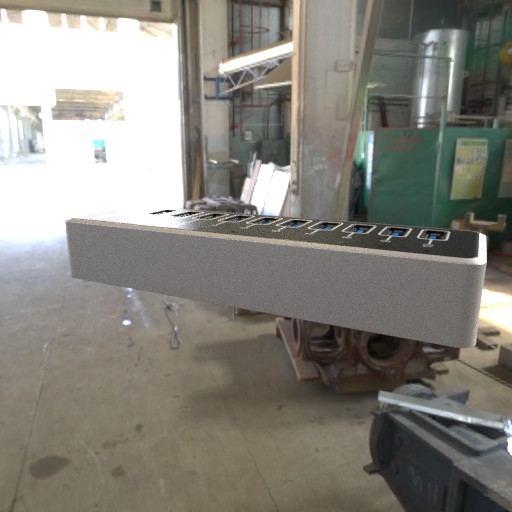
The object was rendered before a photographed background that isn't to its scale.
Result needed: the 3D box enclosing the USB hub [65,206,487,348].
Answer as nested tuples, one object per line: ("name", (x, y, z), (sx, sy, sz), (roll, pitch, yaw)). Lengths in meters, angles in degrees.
("USB hub", (0.000, 0.000, 0.159), (0.145, 0.023, 0.044), (7, 16, 26))
